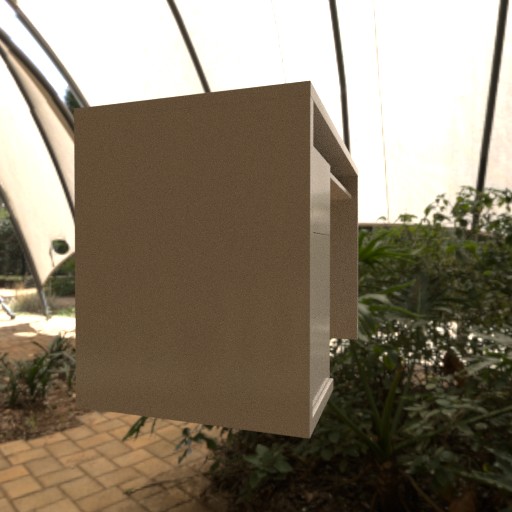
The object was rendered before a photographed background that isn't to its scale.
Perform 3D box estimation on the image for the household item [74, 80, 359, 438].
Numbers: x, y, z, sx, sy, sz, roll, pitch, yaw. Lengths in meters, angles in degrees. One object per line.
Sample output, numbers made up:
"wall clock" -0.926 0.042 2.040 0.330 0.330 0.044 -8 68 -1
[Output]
"household item" 0.000 0.000 1.540 0.597 0.749 1.100 0 1 18
